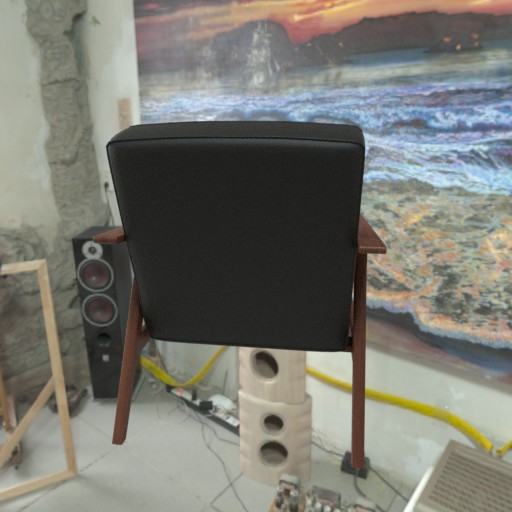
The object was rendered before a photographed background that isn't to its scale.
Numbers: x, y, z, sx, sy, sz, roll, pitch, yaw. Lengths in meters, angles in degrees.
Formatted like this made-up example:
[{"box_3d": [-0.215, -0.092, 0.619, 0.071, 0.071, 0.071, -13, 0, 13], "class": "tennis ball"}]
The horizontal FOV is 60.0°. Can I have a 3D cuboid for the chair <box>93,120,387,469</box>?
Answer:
[{"box_3d": [0.000, 0.000, 1.485, 0.719, 0.861, 0.889, 2, 17, 8], "class": "chair"}]
